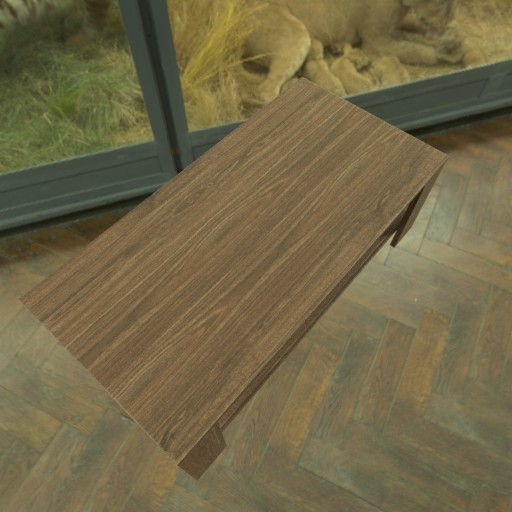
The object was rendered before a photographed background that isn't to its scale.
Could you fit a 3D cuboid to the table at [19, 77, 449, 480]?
[{"bbox_3d":[0.000,0.000,1.463,0.600,0.400,1.200,37,65,20],"label":"table"}]
